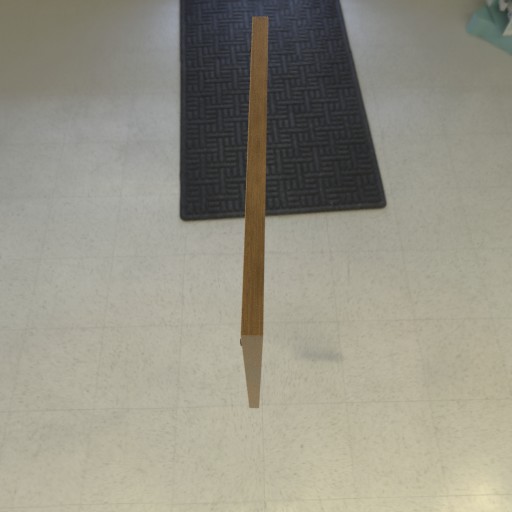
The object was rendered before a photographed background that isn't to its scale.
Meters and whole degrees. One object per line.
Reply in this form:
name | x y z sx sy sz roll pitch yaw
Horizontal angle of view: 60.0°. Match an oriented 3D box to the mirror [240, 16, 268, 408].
mirror | 0.000 0.000 1.336 0.041 1.016 0.762 1 65 1
